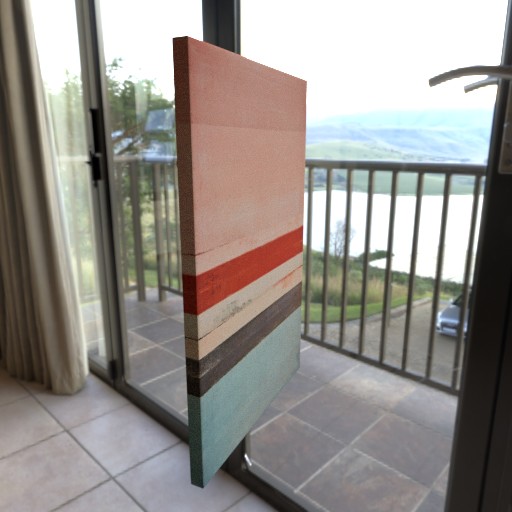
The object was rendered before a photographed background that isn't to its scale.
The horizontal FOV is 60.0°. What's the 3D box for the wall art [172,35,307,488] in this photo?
[{"bbox_3d":[0.000,0.000,1.138,0.038,0.914,0.610,7,16,25],"label":"wall art"}]
